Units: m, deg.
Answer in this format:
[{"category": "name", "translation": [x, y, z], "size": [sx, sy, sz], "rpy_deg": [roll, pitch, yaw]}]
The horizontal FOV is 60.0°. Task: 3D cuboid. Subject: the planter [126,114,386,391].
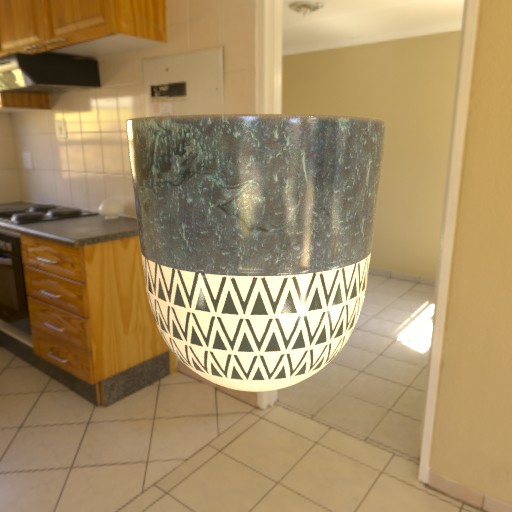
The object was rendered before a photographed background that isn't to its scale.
[{"category": "planter", "translation": [0.000, 0.000, 0.370], "size": [0.195, 0.214, 0.195], "rpy_deg": [0, 14, 0]}]
